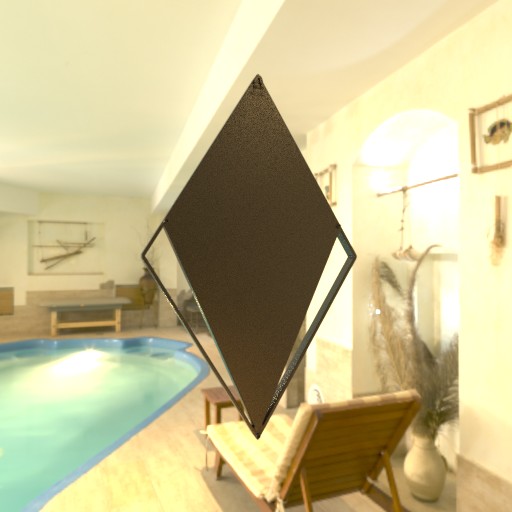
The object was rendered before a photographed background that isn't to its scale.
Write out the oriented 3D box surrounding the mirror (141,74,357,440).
[{"bbox_3d":[0.000,0.000,0.833,0.419,0.679,0.032,0,-1,-18],"label":"mirror"}]
